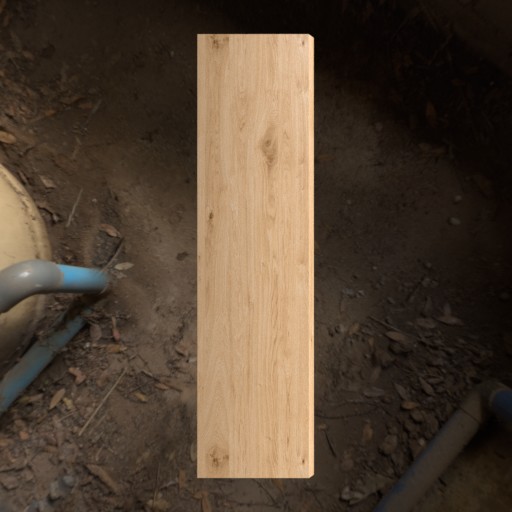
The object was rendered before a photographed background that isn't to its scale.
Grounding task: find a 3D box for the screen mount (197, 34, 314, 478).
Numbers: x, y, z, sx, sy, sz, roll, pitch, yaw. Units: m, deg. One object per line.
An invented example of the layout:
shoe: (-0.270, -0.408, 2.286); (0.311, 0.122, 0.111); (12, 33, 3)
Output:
screen mount: (0.000, 0.000, 1.912); (0.450, 0.430, 1.700); (0, 90, 0)
